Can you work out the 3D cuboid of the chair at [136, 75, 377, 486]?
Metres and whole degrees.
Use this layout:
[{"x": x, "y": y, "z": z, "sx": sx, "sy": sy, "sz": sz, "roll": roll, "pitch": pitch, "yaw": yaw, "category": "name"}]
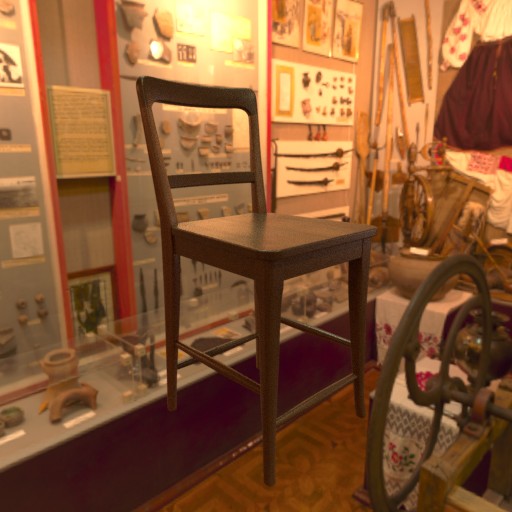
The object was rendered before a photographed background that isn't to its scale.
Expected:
[{"x": 0.000, "y": 0.000, "z": 1.285, "sx": 0.450, "sy": 0.991, "sz": 0.546, "roll": -13, "pitch": 19, "yaw": -42, "category": "chair"}]
